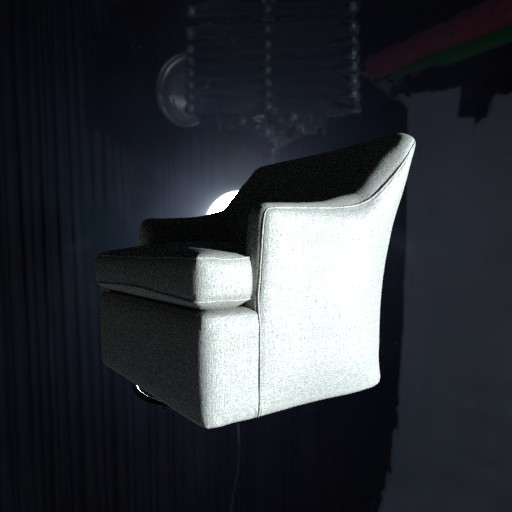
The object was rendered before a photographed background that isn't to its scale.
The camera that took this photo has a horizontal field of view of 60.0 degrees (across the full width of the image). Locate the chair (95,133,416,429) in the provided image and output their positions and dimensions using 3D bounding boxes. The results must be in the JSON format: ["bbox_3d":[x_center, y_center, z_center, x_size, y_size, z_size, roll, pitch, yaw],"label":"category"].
[{"bbox_3d":[0.000,0.000,1.575,0.923,0.856,0.864,-1,1,-36],"label":"chair"}]
